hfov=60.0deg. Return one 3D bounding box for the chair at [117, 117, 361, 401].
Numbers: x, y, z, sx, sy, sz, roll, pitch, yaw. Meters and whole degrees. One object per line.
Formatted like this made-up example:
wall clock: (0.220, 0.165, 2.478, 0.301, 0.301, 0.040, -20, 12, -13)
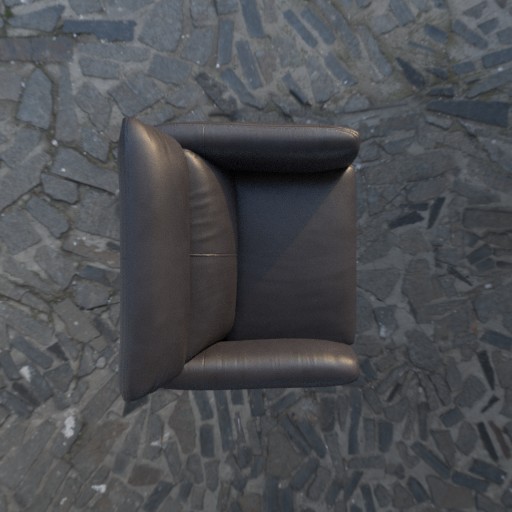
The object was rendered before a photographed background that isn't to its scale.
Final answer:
chair: (0.000, 0.000, 1.685, 0.809, 0.949, 0.976, 0, 91, 0)
